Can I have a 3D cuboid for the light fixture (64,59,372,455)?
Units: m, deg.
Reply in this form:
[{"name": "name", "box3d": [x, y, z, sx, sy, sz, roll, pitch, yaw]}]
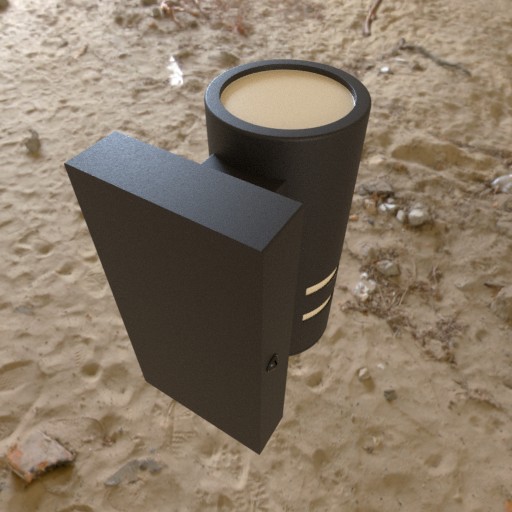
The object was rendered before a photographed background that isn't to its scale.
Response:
[{"name": "light fixture", "box3d": [0.000, 0.000, 0.262, 0.098, 0.179, 0.138, 25, 51, 21]}]
